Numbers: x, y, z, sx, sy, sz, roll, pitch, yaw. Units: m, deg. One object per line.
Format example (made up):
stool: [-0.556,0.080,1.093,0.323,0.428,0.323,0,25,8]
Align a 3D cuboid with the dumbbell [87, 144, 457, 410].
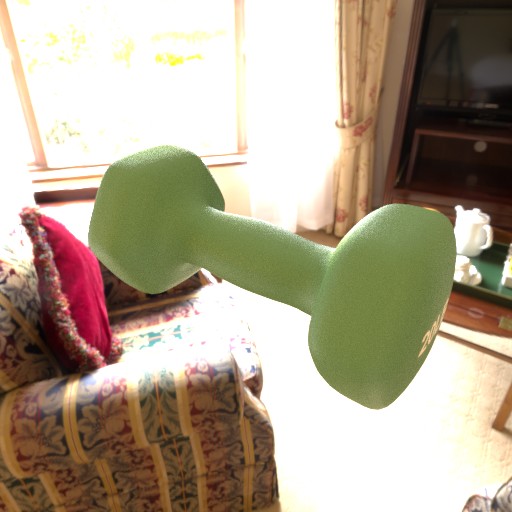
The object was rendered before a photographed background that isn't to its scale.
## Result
dumbbell: [0.000,0.000,0.317,0.257,0.114,0.126,21,37,31]
